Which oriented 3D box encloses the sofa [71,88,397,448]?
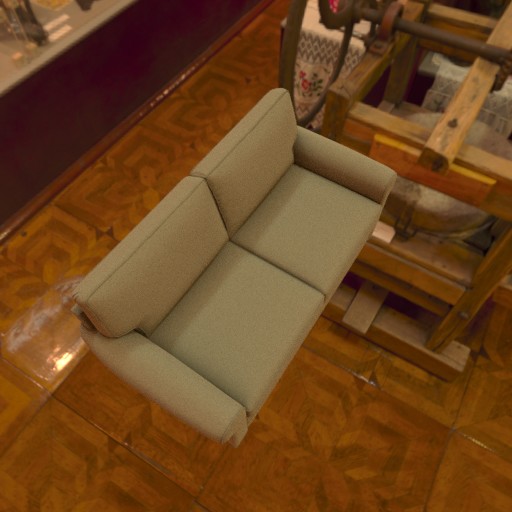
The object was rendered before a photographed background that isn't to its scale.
[{"bbox_3d":[0.000,0.000,2.551,0.940,0.952,1.930,29,62,17],"label":"sofa"}]
